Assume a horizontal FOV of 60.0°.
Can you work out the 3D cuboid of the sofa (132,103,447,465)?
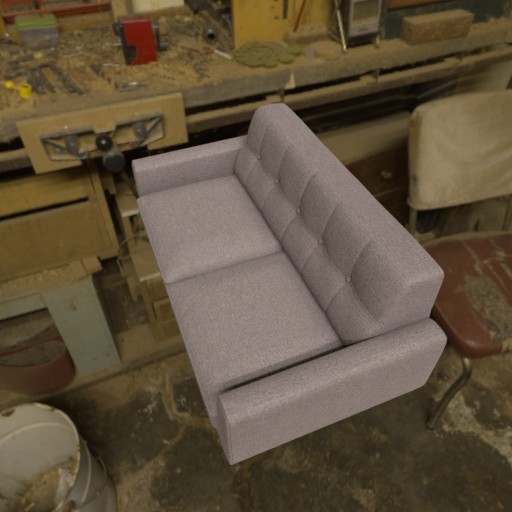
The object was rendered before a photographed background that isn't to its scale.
[{"bbox_3d":[0.000,0.000,2.162,0.909,0.841,1.631,-16,48,-15],"label":"sofa"}]
